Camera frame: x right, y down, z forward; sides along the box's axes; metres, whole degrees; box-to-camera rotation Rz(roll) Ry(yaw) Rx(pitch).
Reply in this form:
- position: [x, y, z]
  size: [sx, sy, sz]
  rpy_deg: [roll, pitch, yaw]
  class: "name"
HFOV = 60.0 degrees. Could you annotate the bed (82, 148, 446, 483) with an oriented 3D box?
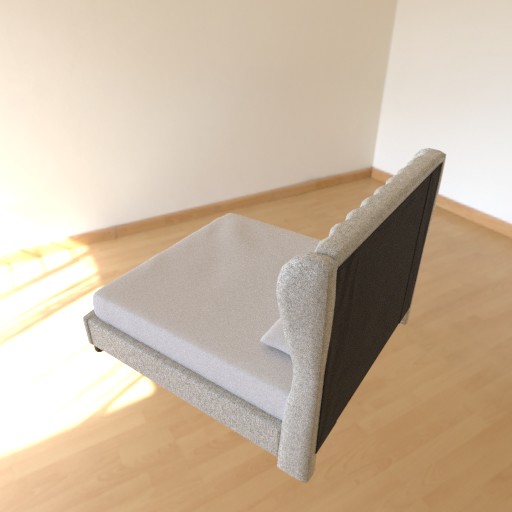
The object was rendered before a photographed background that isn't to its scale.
- position: [0.000, 0.000, 3.884]
  size: [2.347, 1.771, 2.219]
  rpy_deg: [20, 37, 29]
  class: "bed"
